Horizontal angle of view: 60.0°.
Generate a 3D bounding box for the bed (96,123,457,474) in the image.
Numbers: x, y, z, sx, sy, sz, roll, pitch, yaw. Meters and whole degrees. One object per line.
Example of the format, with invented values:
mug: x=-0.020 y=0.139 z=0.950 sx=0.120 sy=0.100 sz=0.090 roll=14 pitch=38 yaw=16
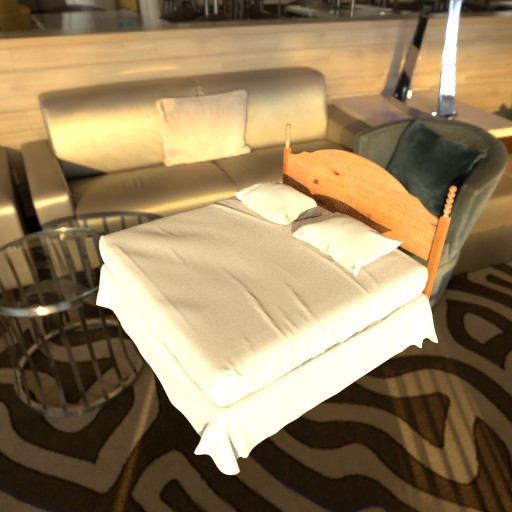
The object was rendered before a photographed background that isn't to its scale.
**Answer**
bed: x=0.000 y=0.000 z=3.633 sx=2.219 sy=1.355 sz=2.322 roll=-21 pitch=39 yaw=-29
